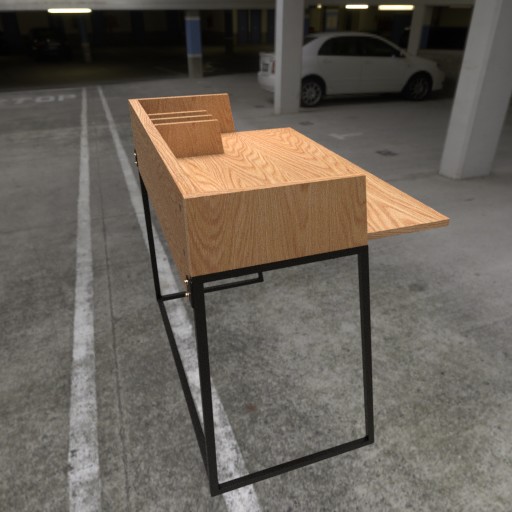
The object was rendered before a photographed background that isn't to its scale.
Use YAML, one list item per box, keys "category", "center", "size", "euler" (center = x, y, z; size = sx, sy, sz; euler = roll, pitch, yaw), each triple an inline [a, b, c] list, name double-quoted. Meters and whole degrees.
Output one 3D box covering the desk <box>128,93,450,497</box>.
- category: "desk"
  center: [0.000, 0.000, 1.799]
  size: [0.769, 1.061, 1.191]
  euler: [-10, 31, -17]
